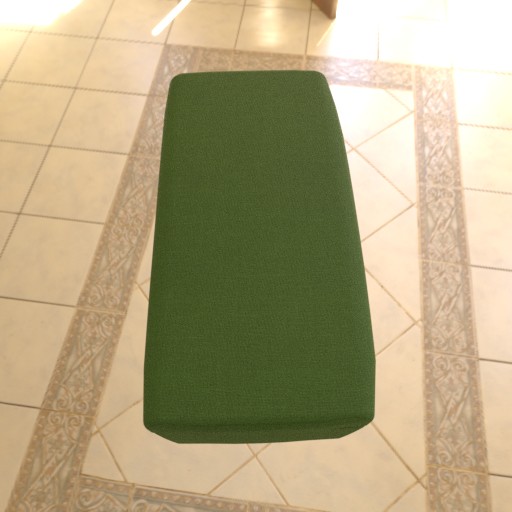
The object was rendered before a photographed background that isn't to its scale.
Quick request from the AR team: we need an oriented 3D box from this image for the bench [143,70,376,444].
[{"bbox_3d":[0.000,0.000,1.279,0.505,0.501,0.989,-2,64,-1],"label":"bench"}]
